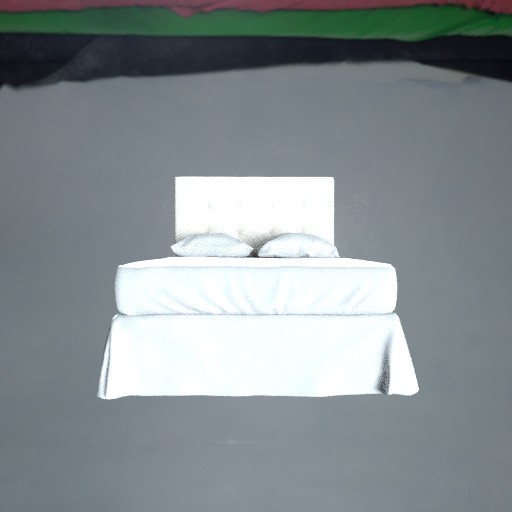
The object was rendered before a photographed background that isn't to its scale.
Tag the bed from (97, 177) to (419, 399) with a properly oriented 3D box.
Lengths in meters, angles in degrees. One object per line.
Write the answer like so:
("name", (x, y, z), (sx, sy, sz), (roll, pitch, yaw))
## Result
("bed", (0.000, 0.000, 3.545), (1.936, 1.577, 2.222), (0, 1, -1))
